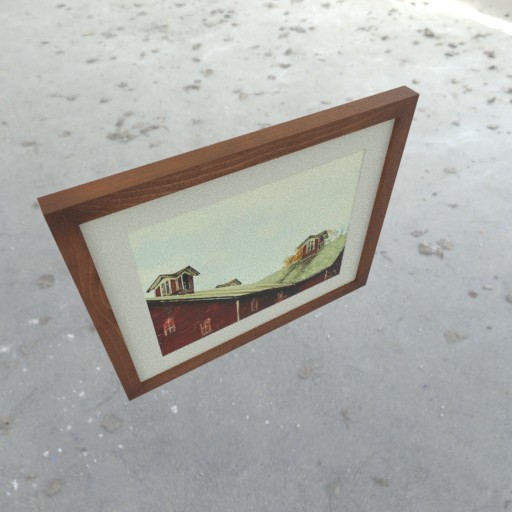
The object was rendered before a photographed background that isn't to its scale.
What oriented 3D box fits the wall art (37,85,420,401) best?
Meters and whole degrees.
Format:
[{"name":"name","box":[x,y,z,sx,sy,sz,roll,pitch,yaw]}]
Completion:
[{"name":"wall art","box":[0.000,0.000,0.758,0.558,0.457,0.033,-23,51,-20]}]
